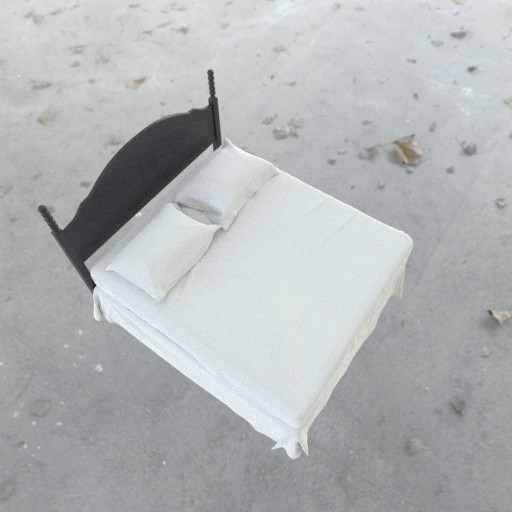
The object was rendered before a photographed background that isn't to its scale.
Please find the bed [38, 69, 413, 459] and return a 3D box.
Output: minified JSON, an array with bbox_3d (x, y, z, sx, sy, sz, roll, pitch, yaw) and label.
[{"bbox_3d":[0.000,0.000,3.230,2.040,1.356,1.873,31,63,18],"label":"bed"}]
